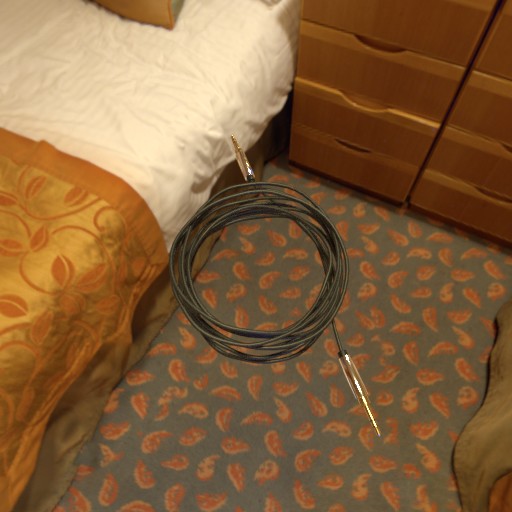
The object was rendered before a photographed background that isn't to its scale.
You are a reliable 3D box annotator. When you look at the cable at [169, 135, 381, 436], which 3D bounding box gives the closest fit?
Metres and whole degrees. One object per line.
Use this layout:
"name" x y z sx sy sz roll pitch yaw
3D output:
"cable" 0.000 0.000 0.503 0.198 0.069 0.432 -16 60 -9
